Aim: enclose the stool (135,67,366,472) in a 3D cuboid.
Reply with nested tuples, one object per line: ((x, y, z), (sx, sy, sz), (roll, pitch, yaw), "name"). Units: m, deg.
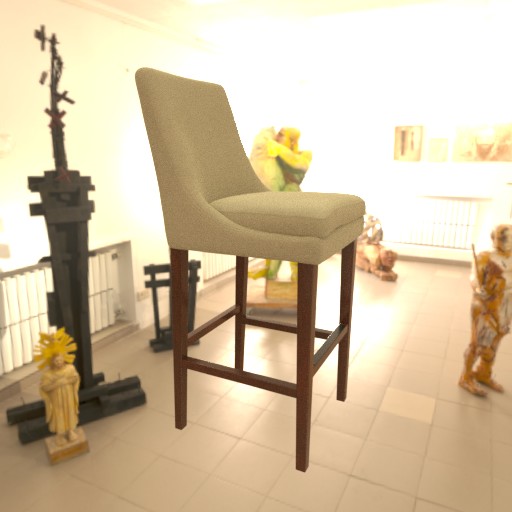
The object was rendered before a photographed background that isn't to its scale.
((0.000, 0.000, 1.380), (0.577, 1.078, 0.470), (7, 15, 26), "stool")
